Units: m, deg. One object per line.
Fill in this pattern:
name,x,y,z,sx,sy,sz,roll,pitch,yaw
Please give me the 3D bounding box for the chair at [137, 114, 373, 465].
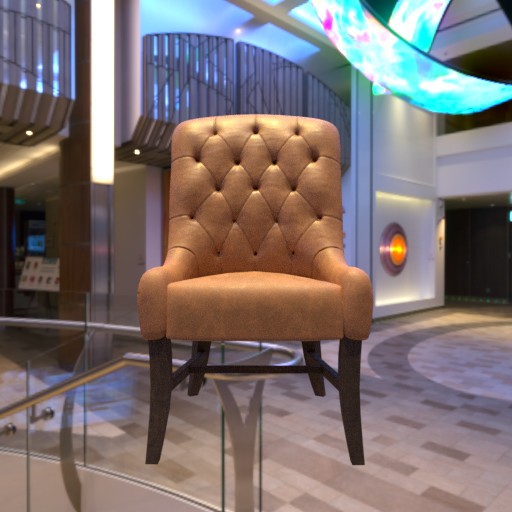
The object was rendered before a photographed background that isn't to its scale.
chair,0.000,0.000,1.467,0.634,1.091,0.629,0,0,1
